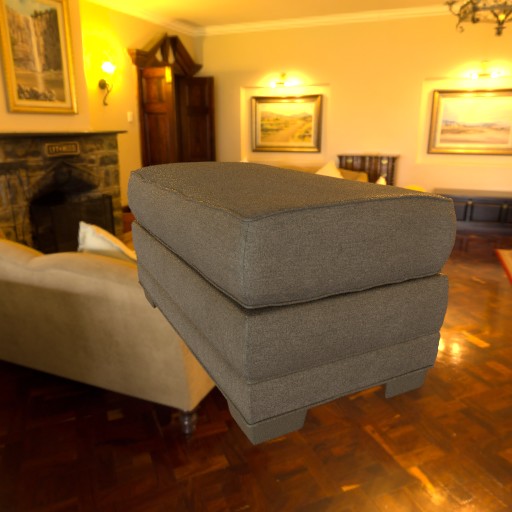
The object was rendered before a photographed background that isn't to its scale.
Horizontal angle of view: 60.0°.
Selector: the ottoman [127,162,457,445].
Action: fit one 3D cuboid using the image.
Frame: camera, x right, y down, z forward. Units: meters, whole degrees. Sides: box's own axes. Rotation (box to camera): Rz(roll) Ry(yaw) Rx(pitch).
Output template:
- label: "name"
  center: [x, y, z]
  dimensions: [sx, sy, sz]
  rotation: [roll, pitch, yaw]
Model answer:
- label: "ottoman"
  center: [0.000, 0.000, 1.163]
  dimensions: [0.490, 0.448, 0.864]
  rotation: [-8, 18, -26]
